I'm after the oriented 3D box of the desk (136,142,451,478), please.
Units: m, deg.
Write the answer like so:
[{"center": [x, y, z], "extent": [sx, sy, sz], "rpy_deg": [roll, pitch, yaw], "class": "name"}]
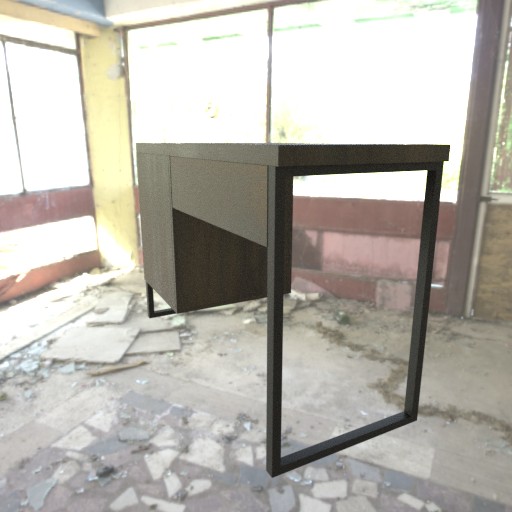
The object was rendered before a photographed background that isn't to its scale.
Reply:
[{"center": [0.000, 0.000, 1.525], "extent": [0.511, 0.752, 1.134], "rpy_deg": [-8, 16, -27], "class": "desk"}]
